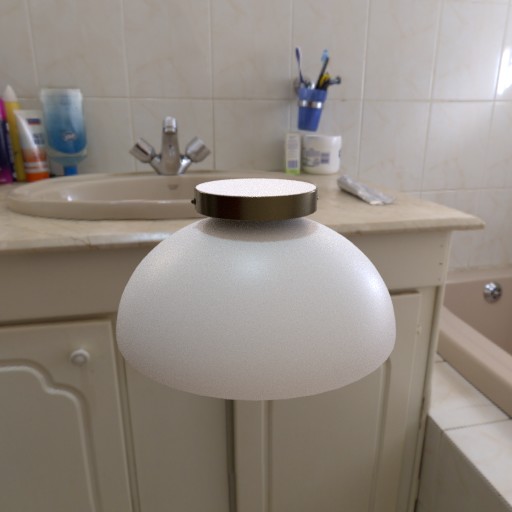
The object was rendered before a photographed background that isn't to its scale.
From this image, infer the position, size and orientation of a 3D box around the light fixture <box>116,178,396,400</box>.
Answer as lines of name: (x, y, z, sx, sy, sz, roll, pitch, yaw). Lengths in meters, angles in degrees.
light fixture: (0.000, 0.000, 0.562, 0.355, 0.177, 0.355, 0, 17, 0)
